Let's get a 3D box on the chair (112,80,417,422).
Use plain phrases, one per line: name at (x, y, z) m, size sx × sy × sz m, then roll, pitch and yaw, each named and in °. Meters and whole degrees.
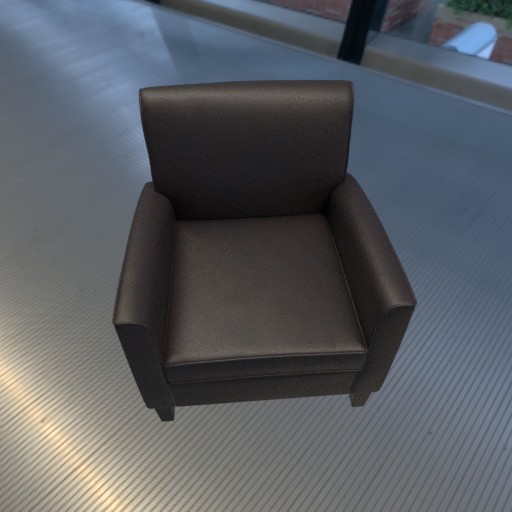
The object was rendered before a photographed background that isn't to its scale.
chair at (0.000, 0.000, 1.567) m, size 0.820 × 0.916 × 0.819 m, roll -3°, pitch 46°, yaw -3°
